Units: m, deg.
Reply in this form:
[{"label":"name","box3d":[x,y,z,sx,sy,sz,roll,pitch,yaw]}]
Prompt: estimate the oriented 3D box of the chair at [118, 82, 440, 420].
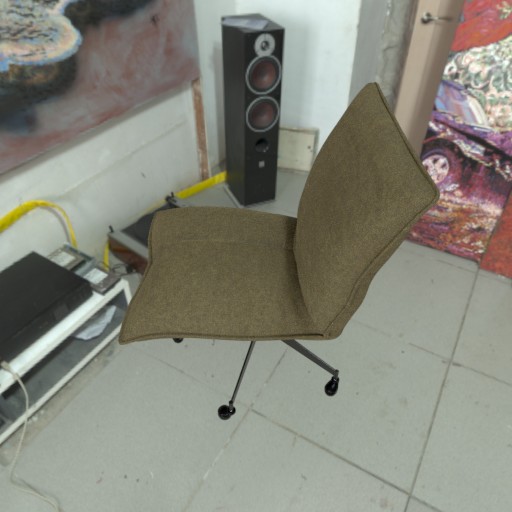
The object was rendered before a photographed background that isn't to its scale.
[{"label":"chair","box3d":[0.000,0.000,1.277,0.696,0.811,0.597,1,41,1]}]
